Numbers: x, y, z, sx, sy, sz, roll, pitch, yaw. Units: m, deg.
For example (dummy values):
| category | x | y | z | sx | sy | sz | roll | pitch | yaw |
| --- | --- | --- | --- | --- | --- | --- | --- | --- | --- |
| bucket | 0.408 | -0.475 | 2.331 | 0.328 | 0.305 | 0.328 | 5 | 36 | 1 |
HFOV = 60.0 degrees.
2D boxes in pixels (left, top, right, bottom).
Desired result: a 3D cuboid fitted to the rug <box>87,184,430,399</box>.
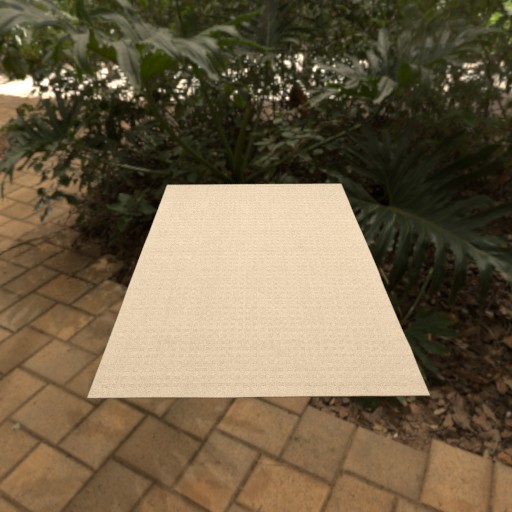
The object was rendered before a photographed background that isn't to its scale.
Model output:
| category | x | y | z | sx | sy | sz | roll | pitch | yaw |
| --- | --- | --- | --- | --- | --- | --- | --- | --- | --- |
| rug | 0.000 | 0.000 | 2.915 | 1.523 | 0.006 | 2.289 | 0 | 33 | -1 |
